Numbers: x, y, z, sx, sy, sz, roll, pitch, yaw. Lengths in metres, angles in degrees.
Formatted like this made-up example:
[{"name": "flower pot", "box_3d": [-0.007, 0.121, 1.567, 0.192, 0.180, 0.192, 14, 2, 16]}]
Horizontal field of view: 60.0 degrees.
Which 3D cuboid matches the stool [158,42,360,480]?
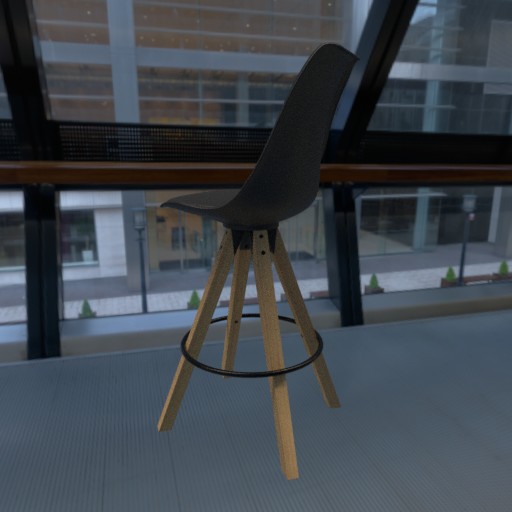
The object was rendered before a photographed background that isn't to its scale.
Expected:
[{"name": "stool", "box_3d": [0.000, 0.000, 1.350, 0.550, 1.115, 0.485, 7, 16, 27]}]
